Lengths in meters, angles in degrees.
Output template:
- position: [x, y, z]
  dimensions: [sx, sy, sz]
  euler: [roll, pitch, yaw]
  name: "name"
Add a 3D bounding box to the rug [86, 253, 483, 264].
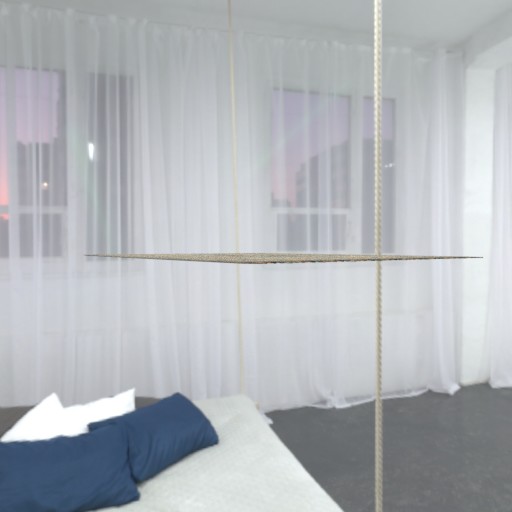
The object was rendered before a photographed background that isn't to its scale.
- position: [0.000, 0.000, 4.276]
  dimensions: [2.379, 0.011, 3.221]
  euler: [-1, 1, -37]
  name: "rug"
